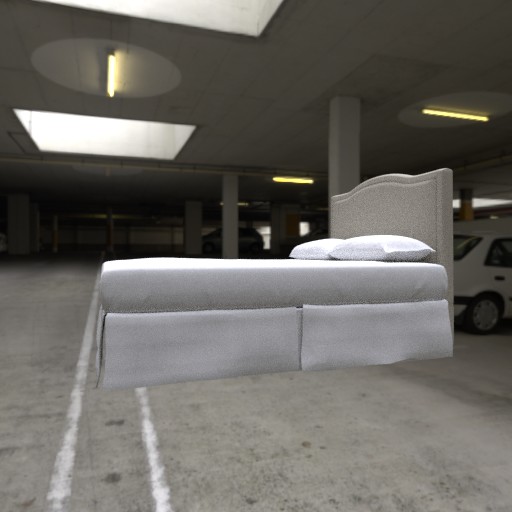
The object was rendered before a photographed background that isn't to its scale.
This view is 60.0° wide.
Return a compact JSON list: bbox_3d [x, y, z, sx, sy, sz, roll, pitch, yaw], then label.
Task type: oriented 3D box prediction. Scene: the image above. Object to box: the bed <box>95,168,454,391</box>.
[{"bbox_3d":[0.000,0.000,3.636,2.477,1.437,1.977,0,0,-19],"label":"bed"}]
